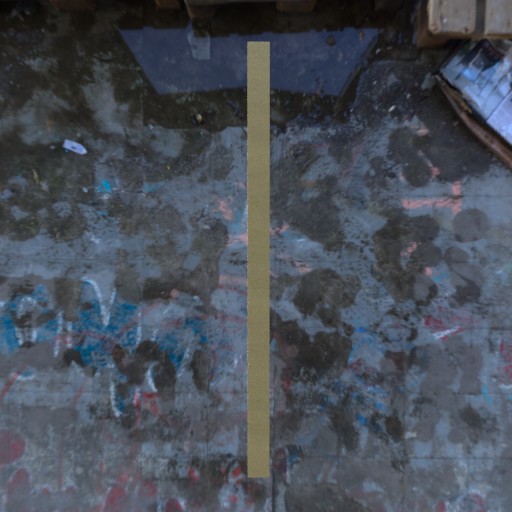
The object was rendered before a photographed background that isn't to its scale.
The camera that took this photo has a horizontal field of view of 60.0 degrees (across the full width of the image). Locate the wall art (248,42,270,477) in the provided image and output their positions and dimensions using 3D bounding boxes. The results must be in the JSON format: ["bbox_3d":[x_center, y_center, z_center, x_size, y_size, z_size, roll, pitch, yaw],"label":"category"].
[{"bbox_3d":[0.000,0.000,2.934,0.097,1.936,1.935,0,92,-1],"label":"wall art"}]
